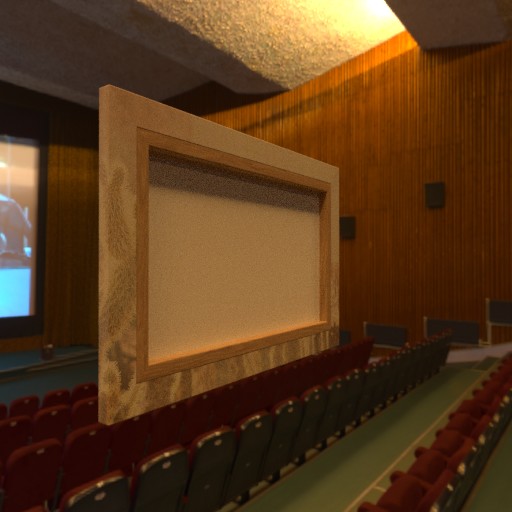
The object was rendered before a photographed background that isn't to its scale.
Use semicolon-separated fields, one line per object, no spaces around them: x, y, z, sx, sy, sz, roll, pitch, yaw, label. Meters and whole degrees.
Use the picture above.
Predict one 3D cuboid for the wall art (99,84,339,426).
0.000;0.000;1.451;0.041;0.758;1.142;0;0;37;wall art
